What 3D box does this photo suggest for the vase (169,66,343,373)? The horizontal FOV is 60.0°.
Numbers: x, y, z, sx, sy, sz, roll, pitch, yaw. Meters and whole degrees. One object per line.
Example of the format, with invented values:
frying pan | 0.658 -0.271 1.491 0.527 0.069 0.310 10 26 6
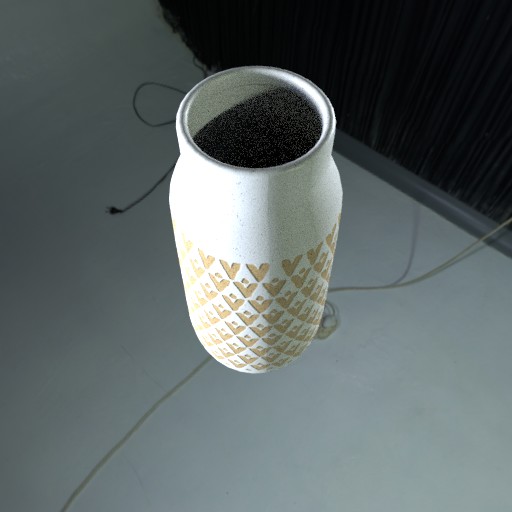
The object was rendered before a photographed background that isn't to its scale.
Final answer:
vase | 0.000 0.000 0.380 0.137 0.307 0.137 0 59 0
